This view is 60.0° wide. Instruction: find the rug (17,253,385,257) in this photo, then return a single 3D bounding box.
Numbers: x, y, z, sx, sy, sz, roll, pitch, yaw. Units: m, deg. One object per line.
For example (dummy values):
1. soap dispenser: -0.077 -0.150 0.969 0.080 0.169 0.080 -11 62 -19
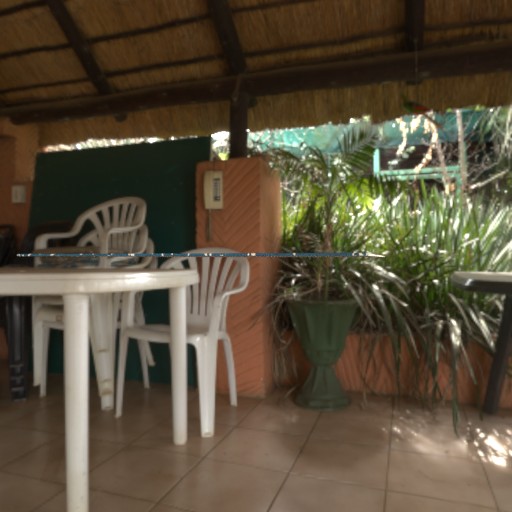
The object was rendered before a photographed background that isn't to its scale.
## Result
1. rug: 0.000 0.000 2.274 1.220 0.007 1.828 0 0 18
